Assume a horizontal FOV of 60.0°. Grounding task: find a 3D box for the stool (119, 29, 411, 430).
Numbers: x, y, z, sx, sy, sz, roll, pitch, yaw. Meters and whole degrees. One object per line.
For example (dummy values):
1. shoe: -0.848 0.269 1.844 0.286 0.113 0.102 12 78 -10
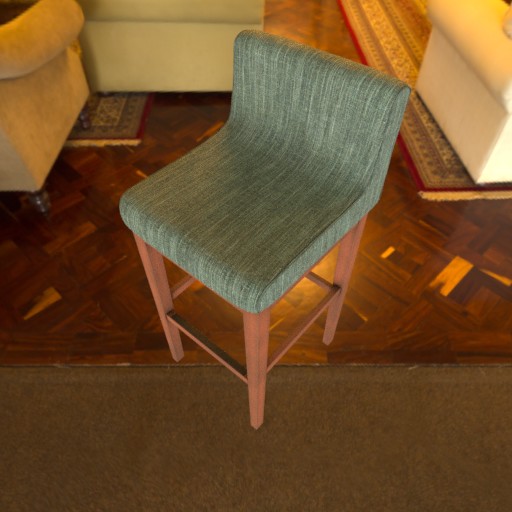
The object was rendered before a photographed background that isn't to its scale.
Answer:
1. stool: 0.000 0.000 1.203 0.426 0.965 0.499 32 56 26
